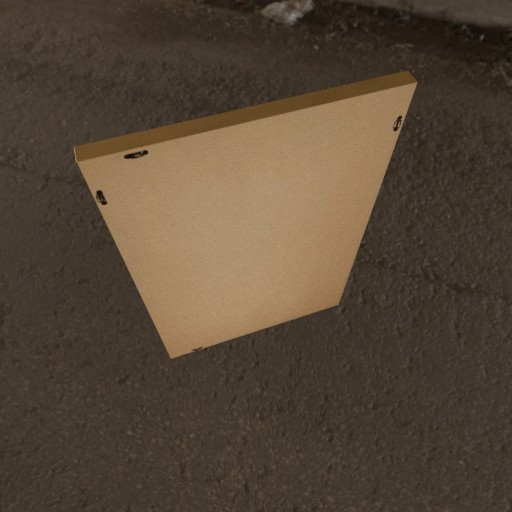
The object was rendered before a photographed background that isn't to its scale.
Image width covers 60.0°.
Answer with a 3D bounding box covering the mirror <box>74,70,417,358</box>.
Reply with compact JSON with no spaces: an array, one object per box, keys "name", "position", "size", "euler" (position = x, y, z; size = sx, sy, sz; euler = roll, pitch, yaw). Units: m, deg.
[{"name":"mirror","position":[0.000,0.000,1.145],"size":[0.609,0.915,0.041],"euler":[-16,59,-10]}]
